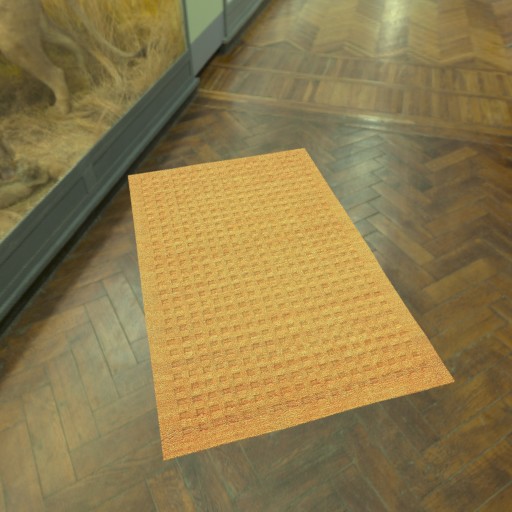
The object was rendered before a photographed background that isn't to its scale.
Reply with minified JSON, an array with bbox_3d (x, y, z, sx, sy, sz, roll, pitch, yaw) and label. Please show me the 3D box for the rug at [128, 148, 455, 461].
[{"bbox_3d":[0.000,0.000,2.222,1.143,0.006,1.747,-11,47,-11],"label":"rug"}]
